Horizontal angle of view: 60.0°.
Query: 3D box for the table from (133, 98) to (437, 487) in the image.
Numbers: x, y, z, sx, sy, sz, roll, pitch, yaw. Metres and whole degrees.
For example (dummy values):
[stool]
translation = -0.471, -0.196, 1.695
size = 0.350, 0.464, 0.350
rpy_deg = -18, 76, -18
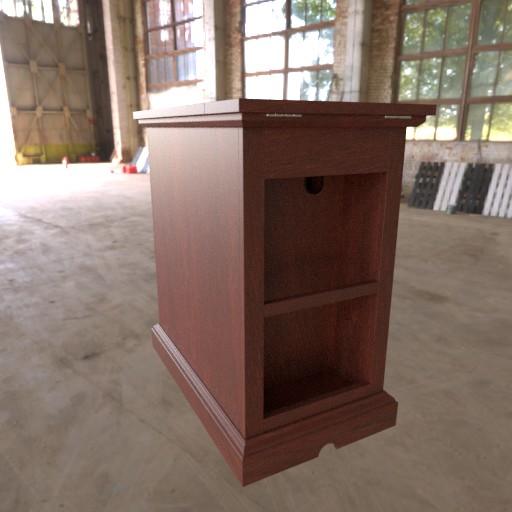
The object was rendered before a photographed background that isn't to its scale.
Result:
[table]
translation = 0.000, 0.000, 0.972
size = 0.356, 0.612, 0.584
rpy_deg = -8, 18, -27
